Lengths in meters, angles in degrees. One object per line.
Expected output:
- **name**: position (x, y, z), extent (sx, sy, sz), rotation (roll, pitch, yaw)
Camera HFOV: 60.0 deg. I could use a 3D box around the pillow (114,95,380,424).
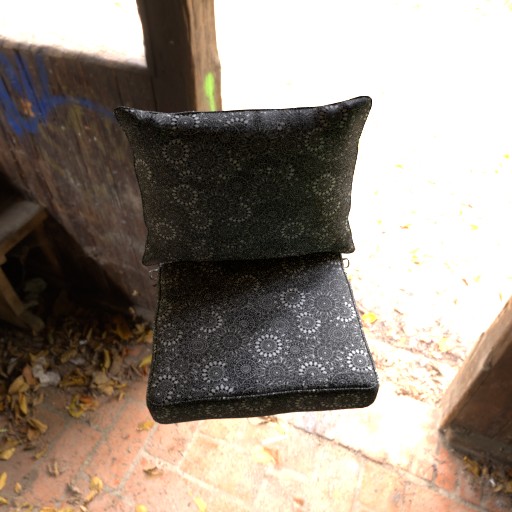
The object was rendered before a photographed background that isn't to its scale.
- **pillow**: position (0.000, 0.000, 1.357), extent (0.798, 0.722, 0.740), rotation (-4, 46, -3)
